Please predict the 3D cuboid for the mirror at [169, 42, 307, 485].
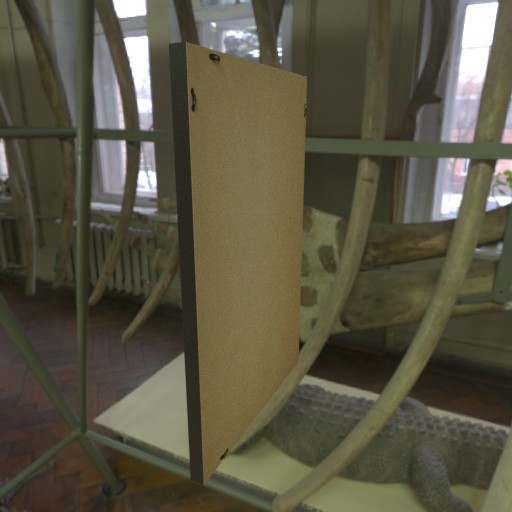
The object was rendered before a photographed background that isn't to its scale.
[{"bbox_3d":[0.000,0.000,1.143,0.041,0.915,0.609,8,18,25],"label":"mirror"}]
